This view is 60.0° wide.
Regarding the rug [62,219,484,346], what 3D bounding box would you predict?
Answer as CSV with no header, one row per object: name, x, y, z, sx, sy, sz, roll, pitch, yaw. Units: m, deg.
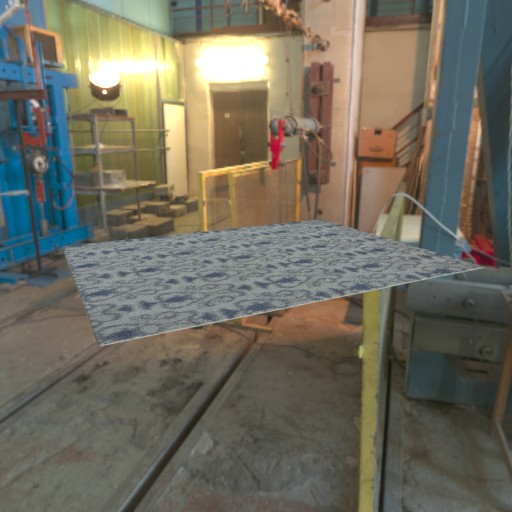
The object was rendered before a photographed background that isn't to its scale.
rug,0.000,0.000,4.177,3.205,0.015,2.437,-8,18,-26
